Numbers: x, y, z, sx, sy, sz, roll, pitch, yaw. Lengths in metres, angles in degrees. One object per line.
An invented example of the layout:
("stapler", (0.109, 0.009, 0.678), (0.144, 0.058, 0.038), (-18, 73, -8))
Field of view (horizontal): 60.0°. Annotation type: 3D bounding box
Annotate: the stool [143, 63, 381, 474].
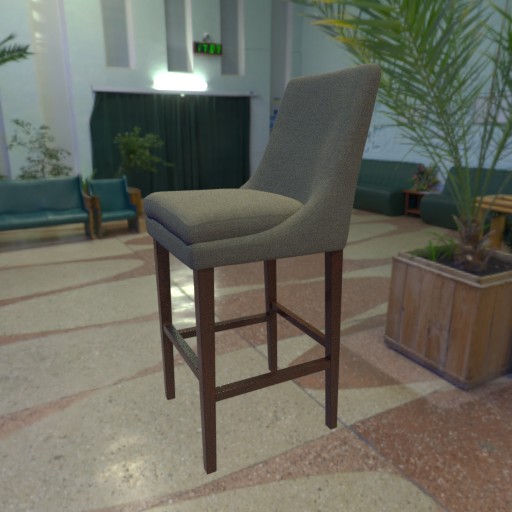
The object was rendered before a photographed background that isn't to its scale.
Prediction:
("stool", (0.000, 0.000, 1.359), (0.577, 1.078, 0.470), (-8, 18, -26))
